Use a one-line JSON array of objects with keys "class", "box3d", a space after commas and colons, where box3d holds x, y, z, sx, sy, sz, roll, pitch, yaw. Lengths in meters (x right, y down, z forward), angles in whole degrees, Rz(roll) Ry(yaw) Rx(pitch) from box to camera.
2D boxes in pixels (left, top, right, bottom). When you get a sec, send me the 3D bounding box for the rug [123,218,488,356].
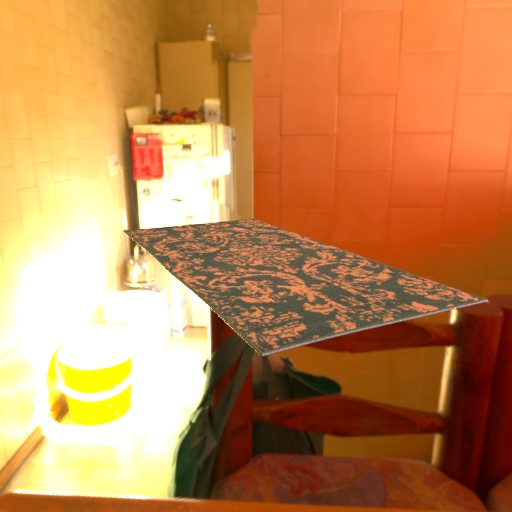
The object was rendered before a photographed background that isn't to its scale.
[{"class": "rug", "box3d": [0.000, 0.000, 1.435, 0.604, 0.007, 1.219, -8, 17, -26]}]
